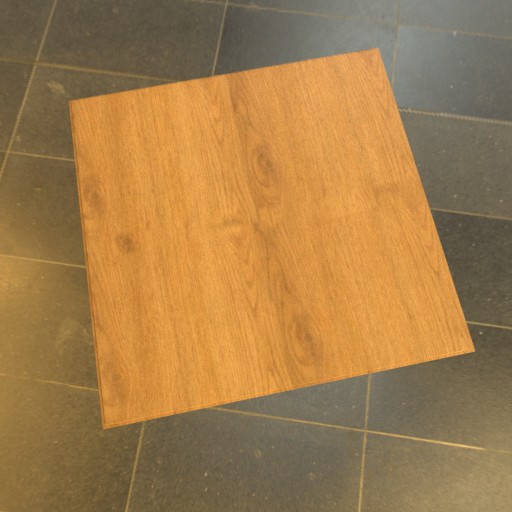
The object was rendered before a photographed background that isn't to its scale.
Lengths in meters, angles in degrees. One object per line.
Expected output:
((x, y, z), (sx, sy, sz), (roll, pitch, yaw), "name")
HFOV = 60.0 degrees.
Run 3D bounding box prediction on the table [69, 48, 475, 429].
((0.000, 0.000, 1.075), (0.616, 0.593, 0.612), (-11, 75, -3), "table")
